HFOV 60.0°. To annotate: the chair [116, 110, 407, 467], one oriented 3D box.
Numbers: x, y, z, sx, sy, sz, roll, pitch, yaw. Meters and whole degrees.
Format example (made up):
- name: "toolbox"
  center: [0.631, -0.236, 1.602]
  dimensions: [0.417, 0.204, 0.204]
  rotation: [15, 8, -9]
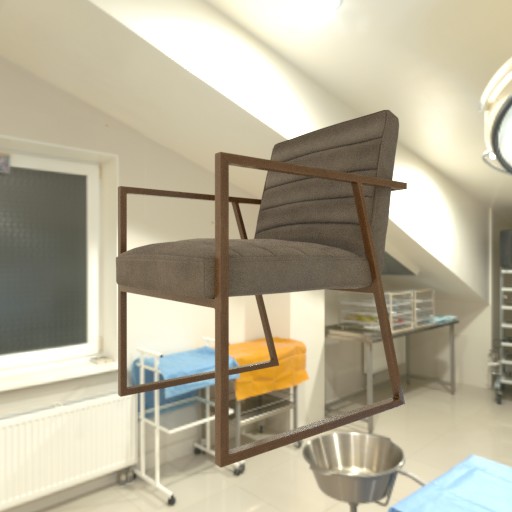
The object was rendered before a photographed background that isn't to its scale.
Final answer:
- name: "chair"
  center: [0.000, 0.000, 1.297]
  dimensions: [0.682, 0.843, 0.578]
  rotation: [0, 0, -37]
